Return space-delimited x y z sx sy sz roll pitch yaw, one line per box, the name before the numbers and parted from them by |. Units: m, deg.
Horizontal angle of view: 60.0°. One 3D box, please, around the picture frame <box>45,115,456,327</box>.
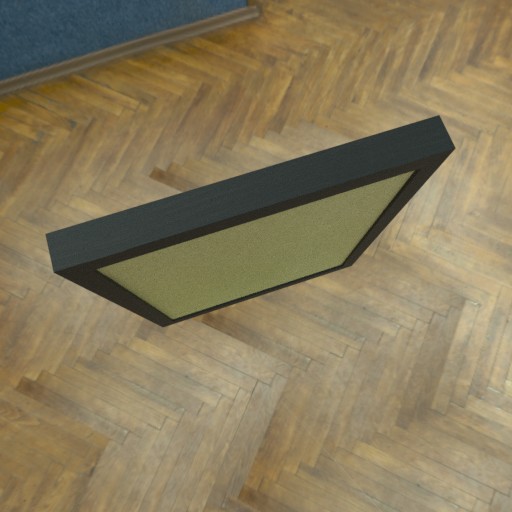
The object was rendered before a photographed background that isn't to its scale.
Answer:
picture frame | 0.000 0.000 0.747 0.452 0.555 0.044 -18 76 -5
